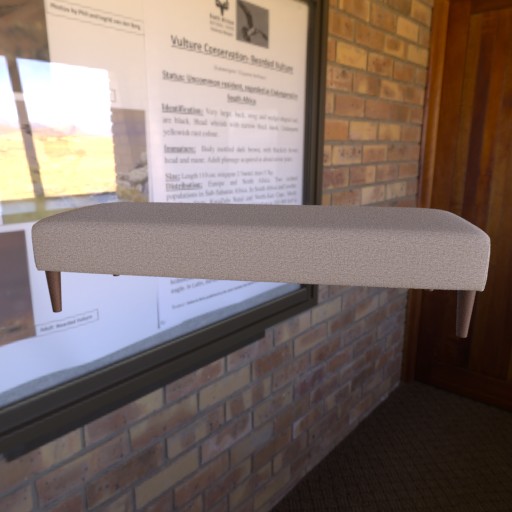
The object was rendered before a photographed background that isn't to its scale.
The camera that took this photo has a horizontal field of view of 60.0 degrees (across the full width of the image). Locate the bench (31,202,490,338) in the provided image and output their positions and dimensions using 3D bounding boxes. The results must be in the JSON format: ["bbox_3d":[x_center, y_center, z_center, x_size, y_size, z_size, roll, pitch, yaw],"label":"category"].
[{"bbox_3d":[0.000,0.000,1.826,1.598,0.383,0.631,2,14,9],"label":"bench"}]
